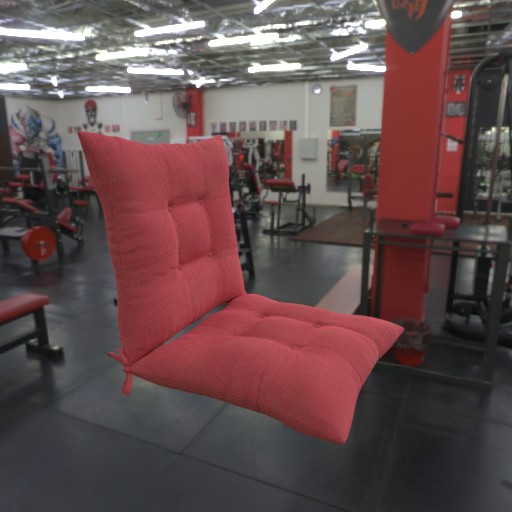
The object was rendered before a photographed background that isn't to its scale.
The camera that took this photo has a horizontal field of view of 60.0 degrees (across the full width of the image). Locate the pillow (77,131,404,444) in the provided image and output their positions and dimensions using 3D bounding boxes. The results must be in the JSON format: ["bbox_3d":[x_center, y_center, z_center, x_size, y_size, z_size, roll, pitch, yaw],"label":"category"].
[{"bbox_3d":[0.000,0.000,0.988,0.585,0.536,0.541,7,16,27],"label":"pillow"}]
